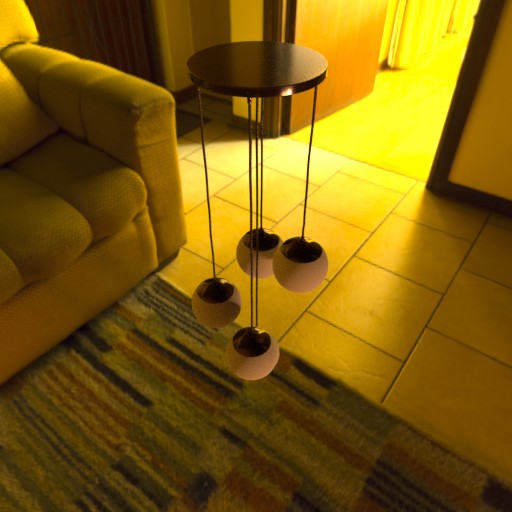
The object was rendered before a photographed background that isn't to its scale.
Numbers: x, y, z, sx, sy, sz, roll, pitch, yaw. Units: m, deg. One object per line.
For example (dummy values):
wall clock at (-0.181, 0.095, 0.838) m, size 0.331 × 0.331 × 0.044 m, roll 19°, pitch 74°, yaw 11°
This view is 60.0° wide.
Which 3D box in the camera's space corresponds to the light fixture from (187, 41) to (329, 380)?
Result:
light fixture at (0.000, 0.000, 1.508) m, size 0.489 × 1.271 × 0.484 m, roll 11°, pitch 42°, yaw 12°
